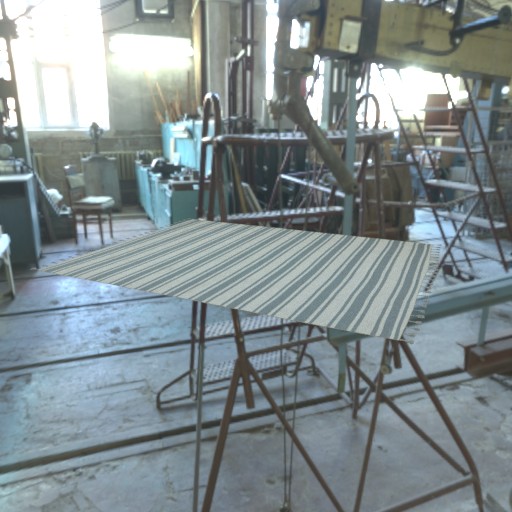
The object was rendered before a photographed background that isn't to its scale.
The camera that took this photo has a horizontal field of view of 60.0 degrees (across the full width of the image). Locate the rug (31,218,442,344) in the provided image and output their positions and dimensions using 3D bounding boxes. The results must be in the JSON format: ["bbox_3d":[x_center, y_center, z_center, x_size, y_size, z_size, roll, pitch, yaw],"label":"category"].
[{"bbox_3d":[0.000,0.000,4.228,3.201,0.005,2.439,8,18,25],"label":"rug"}]
